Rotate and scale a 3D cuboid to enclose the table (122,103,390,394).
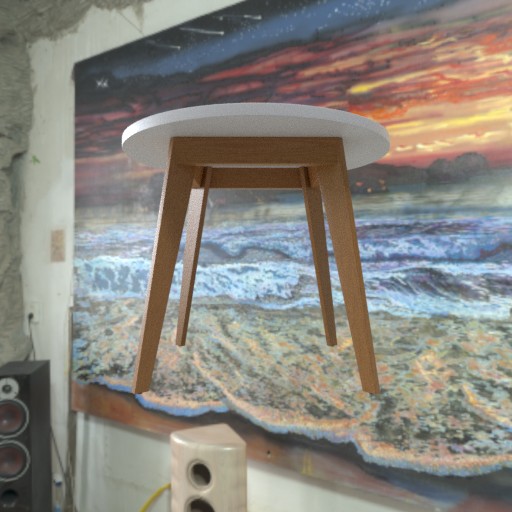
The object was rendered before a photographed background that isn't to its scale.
[{"bbox_3d":[0.000,0.000,1.548,0.896,0.762,0.896,0,0,0],"label":"table"}]
